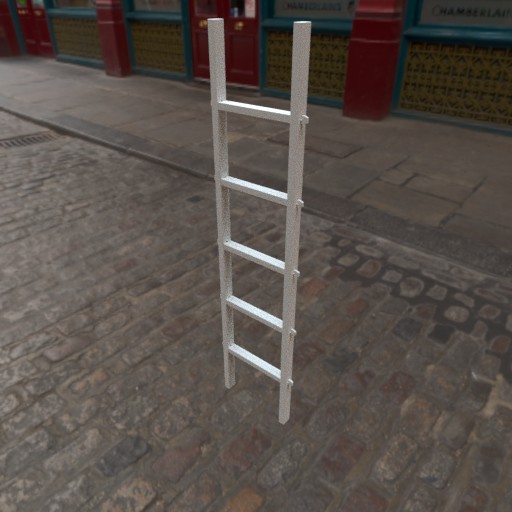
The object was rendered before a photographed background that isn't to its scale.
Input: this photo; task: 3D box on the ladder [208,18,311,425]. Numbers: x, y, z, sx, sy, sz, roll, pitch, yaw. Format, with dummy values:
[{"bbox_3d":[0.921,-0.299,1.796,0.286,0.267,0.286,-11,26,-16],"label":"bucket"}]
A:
[{"bbox_3d":[0.000,0.000,1.913,0.452,1.797,0.051,23,37,34],"label":"ladder"}]
